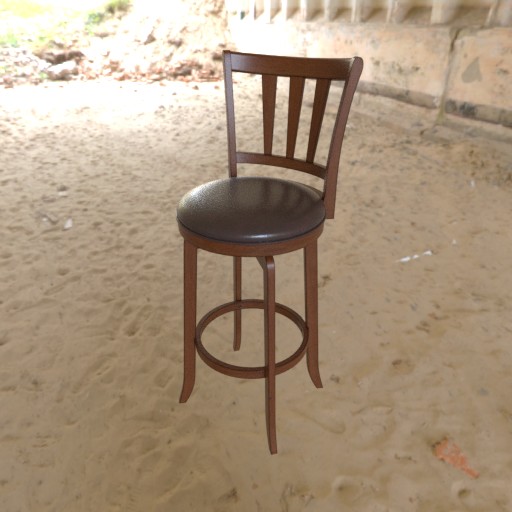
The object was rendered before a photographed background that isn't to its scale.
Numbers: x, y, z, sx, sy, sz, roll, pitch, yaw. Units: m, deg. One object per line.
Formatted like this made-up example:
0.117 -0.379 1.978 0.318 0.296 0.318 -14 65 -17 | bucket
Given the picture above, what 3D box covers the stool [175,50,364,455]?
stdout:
0.000 0.000 1.433 0.464 1.177 0.503 17 33 29 | stool
